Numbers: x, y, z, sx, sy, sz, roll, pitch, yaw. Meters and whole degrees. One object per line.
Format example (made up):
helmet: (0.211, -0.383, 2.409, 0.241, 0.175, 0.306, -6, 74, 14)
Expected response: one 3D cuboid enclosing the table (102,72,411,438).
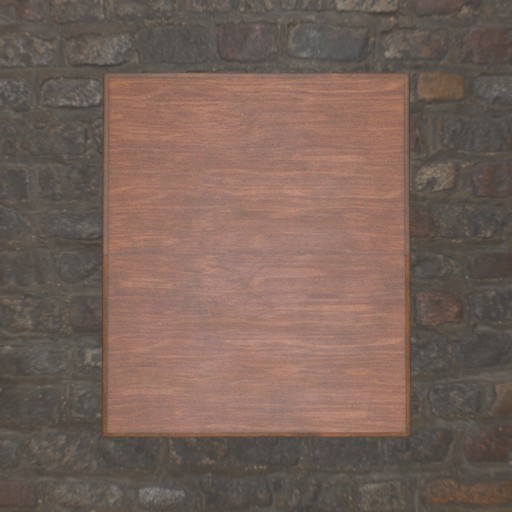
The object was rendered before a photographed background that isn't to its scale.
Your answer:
table: (0.000, 0.000, 1.577, 0.838, 0.761, 0.991, 0, 89, 0)
